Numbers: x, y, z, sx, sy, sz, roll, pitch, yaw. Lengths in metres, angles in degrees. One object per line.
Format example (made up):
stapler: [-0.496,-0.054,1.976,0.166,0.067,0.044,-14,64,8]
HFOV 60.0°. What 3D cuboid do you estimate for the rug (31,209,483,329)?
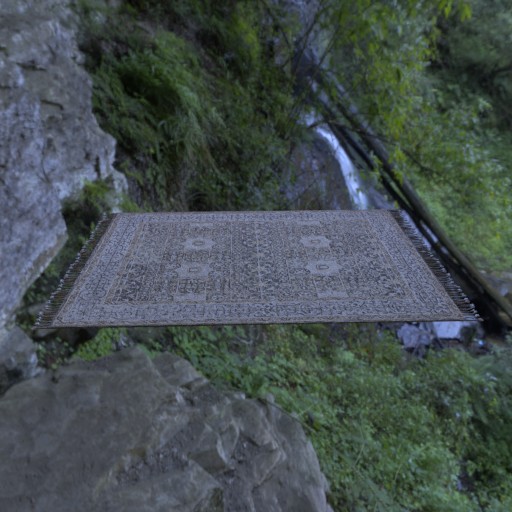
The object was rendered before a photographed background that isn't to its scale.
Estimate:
rug: [0.000,0.000,2.500,2.029,0.010,1.237,-1,30,-1]
